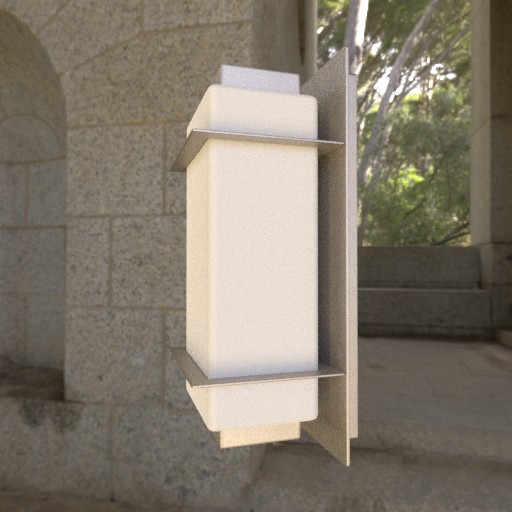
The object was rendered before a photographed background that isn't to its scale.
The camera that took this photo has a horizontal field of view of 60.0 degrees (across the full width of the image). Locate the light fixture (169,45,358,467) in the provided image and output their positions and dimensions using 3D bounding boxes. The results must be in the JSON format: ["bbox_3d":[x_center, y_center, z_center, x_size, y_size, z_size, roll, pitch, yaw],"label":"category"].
[{"bbox_3d":[0.000,0.000,0.460,0.160,0.380,0.168,0,-1,-17],"label":"light fixture"}]
